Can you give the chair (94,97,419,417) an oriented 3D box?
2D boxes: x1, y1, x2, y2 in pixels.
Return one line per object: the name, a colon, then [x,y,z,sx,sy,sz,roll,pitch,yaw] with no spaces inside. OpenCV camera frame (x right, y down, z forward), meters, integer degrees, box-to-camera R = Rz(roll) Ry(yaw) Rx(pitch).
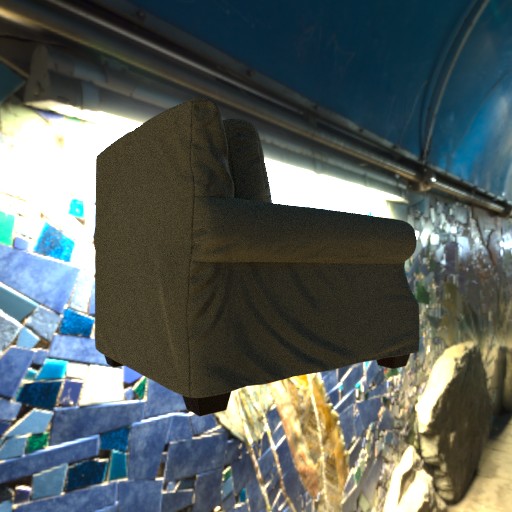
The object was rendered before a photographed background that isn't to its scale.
chair: [0.000,0.000,1.761,1.066,0.866,0.940,0,0,-37]
